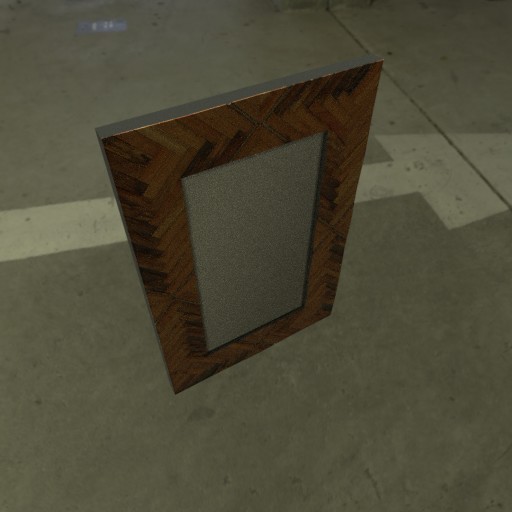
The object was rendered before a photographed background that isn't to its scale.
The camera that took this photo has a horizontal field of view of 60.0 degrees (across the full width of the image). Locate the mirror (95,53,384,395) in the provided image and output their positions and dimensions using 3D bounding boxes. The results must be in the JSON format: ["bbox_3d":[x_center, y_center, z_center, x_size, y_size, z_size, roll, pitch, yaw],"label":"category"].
[{"bbox_3d":[0.000,0.000,1.171,0.606,0.912,0.044,-23,51,-20],"label":"mirror"}]
